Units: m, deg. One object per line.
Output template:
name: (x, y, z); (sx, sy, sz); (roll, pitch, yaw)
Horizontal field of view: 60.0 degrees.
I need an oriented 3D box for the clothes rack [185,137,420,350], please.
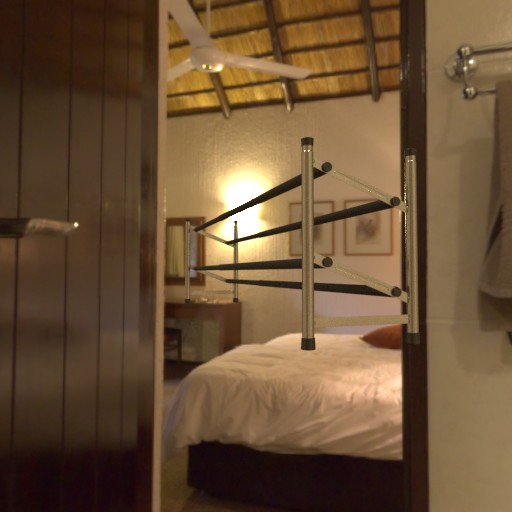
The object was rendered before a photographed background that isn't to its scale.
clothes rack: (0.000, 0.000, 1.305); (0.229, 0.349, 1.168); (1, -2, -19)
